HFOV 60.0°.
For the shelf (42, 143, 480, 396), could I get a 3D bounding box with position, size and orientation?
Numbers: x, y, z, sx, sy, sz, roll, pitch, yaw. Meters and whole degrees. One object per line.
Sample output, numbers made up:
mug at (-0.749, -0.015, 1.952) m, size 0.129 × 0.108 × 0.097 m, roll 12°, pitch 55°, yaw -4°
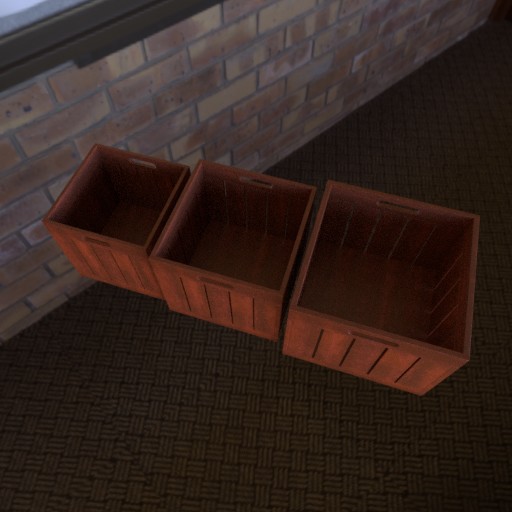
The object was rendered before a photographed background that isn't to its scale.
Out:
shelf at (0.000, 0.000, 1.242) m, size 1.064 × 0.311 × 0.393 m, roll 15°, pitch 61°, yaw 9°
